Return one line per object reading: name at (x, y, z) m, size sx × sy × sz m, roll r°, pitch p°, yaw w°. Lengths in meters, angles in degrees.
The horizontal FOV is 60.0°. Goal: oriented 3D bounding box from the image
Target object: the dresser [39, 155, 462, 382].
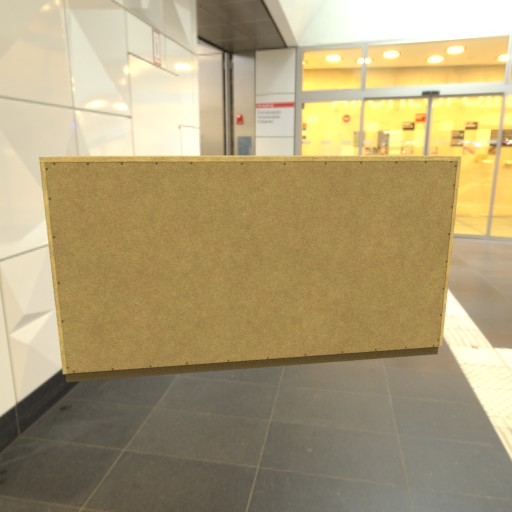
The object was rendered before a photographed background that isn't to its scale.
dresser at (0.000, 0.000, 2.022) m, size 1.628 × 0.889 × 0.483 m, roll -2°, pitch 14°, yaw -9°
